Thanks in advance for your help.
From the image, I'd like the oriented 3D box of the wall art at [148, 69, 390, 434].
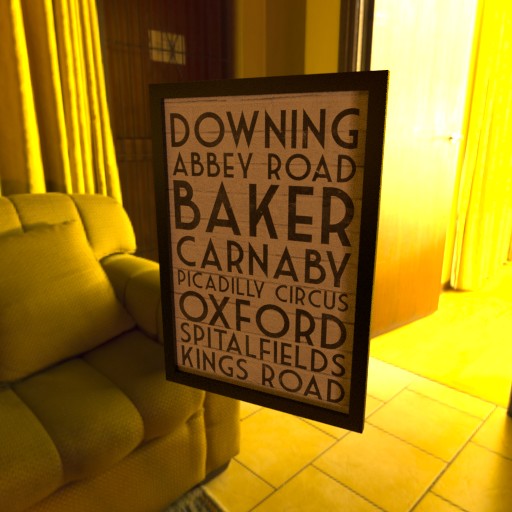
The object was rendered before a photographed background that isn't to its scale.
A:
[{"bbox_3d":[0.000,0.000,0.576,0.304,0.432,0.013,7,17,24],"label":"wall art"}]
